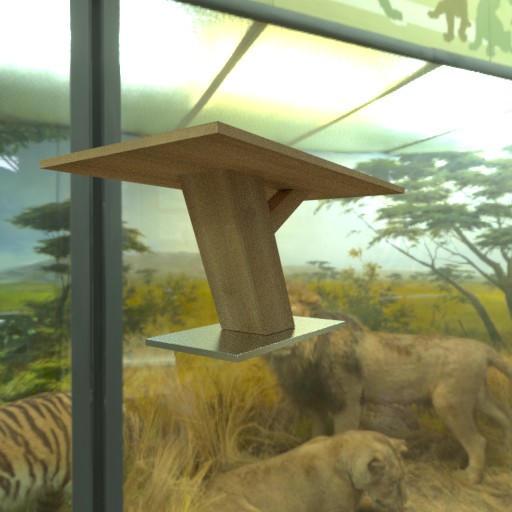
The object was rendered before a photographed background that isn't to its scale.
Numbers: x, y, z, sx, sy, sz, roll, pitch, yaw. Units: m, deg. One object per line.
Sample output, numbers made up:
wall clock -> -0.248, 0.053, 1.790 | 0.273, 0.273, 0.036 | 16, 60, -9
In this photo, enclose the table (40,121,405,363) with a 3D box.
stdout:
table -> 0.000, 0.000, 2.099 | 0.900, 0.750, 1.600 | 1, 1, 36
